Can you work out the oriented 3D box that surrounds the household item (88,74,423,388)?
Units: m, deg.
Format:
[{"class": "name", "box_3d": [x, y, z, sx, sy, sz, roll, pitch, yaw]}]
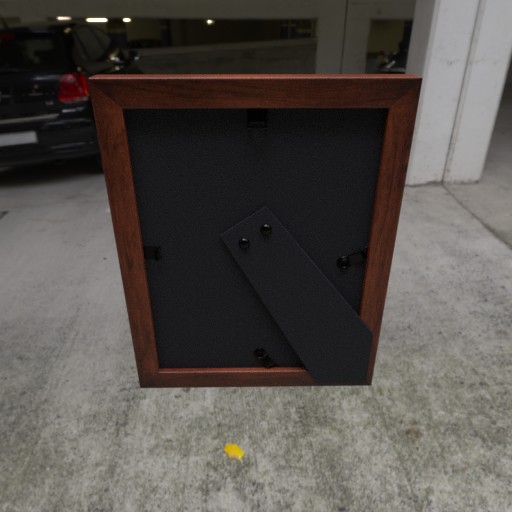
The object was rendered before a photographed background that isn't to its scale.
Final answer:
[{"class": "household item", "box_3d": [0.000, 0.000, 0.331, 0.200, 0.250, 0.020, 0, 28, -1]}]
